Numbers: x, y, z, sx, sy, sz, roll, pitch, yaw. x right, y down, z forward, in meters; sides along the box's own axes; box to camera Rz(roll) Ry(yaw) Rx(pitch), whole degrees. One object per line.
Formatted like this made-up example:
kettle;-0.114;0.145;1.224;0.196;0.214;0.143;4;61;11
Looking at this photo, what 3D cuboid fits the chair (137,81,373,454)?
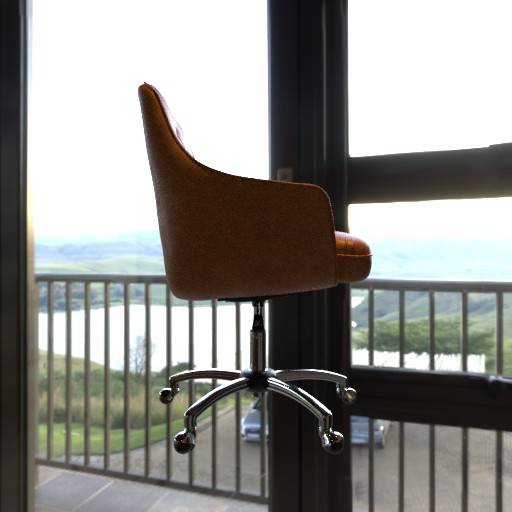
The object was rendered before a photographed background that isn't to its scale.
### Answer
chair;0.000;0.000;1.290;0.615;0.909;0.628;0;0;0
